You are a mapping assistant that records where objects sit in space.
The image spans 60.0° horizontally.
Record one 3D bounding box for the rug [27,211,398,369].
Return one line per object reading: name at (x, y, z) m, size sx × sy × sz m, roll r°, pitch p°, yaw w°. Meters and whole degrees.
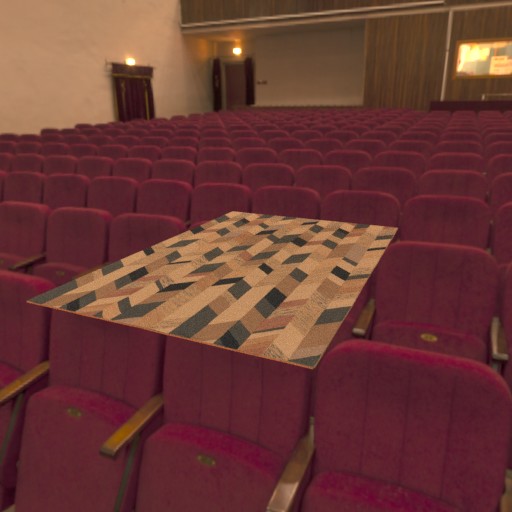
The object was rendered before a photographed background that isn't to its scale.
rug at (0.000, 0.000, 2.315) m, size 1.202 × 0.006 × 1.813 m, roll 8°, pitch 20°, yaw 23°
